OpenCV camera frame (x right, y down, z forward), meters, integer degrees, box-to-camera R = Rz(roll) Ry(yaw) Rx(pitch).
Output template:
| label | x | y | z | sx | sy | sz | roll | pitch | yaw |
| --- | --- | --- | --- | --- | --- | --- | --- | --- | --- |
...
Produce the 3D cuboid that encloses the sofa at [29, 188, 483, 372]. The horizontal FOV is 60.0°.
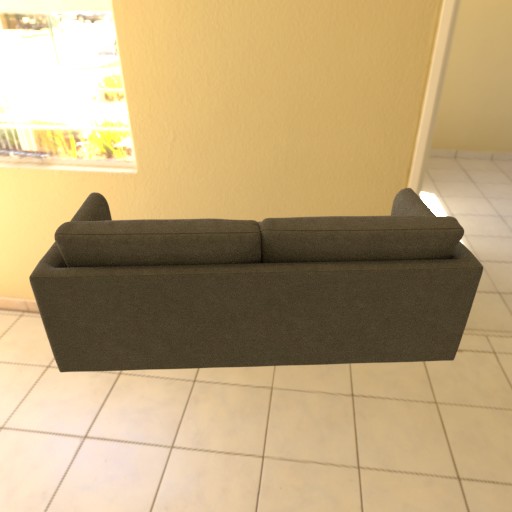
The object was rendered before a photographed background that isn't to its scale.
| label | x | y | z | sx | sy | sz | roll | pitch | yaw |
| --- | --- | --- | --- | --- | --- | --- | --- | --- | --- |
| sofa | 0.000 | 0.000 | 2.734 | 2.257 | 0.838 | 1.092 | -1 | 31 | -2 |
